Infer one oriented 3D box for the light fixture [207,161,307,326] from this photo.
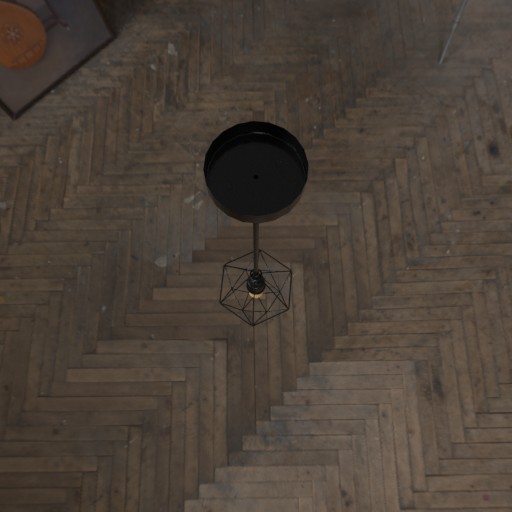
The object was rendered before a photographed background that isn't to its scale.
[{"bbox_3d":[0.000,0.000,2.085,0.431,1.764,0.487,5,74,1],"label":"light fixture"}]
